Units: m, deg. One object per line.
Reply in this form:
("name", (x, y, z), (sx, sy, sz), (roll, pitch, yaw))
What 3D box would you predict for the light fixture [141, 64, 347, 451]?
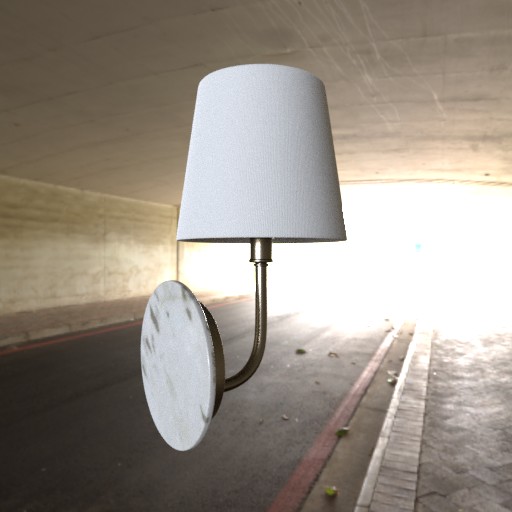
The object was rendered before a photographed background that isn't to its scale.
("light fixture", (0.000, 0.000, 0.447), (0.188, 0.337, 0.168), (0, 0, -35))
